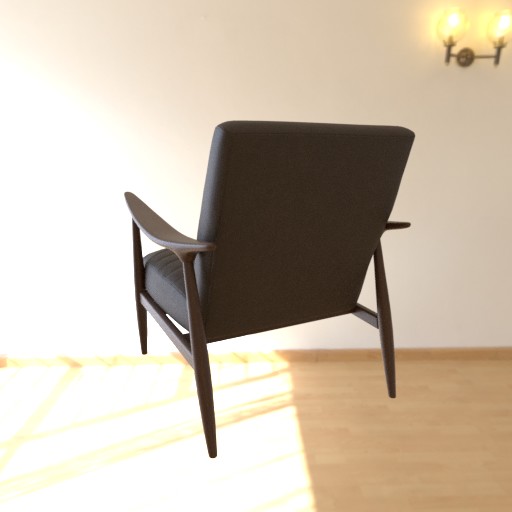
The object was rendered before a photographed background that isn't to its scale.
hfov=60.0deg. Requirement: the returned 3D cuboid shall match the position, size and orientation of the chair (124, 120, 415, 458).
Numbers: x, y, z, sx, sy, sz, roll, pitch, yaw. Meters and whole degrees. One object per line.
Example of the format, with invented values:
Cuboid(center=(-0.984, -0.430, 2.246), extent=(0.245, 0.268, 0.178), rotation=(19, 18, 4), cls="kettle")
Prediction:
Cuboid(center=(0.000, 0.000, 1.480), extent=(0.741, 0.831, 0.798), rotation=(-7, 16, -26), cls="chair")
